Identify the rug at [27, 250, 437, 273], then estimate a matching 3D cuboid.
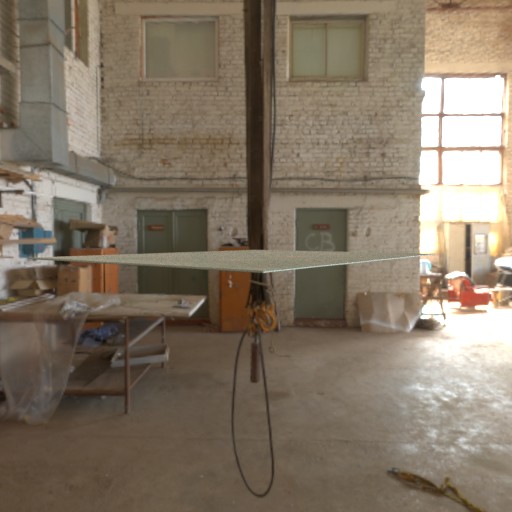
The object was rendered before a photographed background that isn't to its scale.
[{"bbox_3d":[0.000,0.000,4.033,2.363,0.012,2.980,2,3,37],"label":"rug"}]
